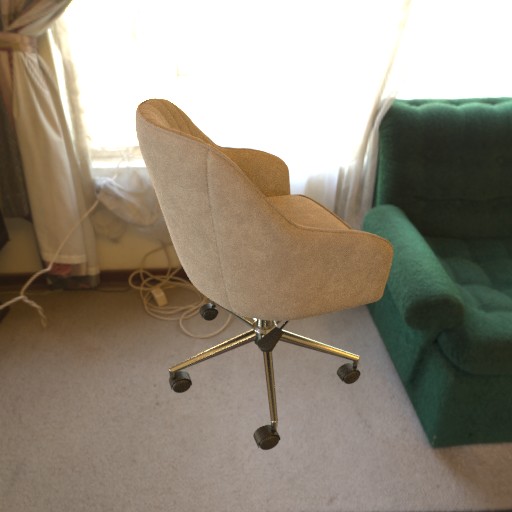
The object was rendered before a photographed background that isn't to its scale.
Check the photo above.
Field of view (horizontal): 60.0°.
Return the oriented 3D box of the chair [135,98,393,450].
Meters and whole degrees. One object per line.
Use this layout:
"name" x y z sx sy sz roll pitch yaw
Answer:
"chair" 0.000 0.000 1.257 0.573 0.831 0.635 -10 32 -17
